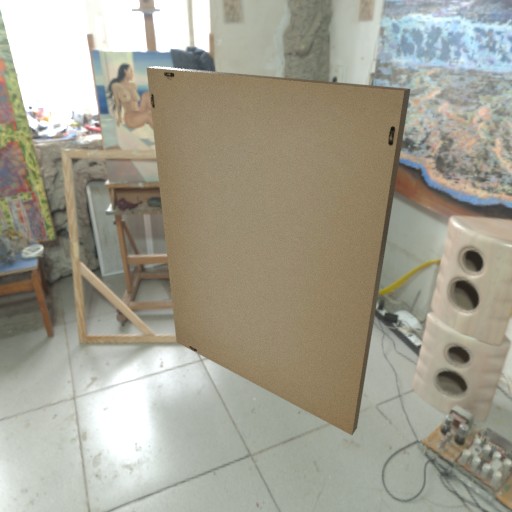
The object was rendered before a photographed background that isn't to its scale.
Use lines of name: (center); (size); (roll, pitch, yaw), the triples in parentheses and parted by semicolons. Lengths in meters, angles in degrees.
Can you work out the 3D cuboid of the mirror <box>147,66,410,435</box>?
mirror: (0.000, 0.000, 1.344); (0.762, 1.016, 0.040); (19, 34, 31)
